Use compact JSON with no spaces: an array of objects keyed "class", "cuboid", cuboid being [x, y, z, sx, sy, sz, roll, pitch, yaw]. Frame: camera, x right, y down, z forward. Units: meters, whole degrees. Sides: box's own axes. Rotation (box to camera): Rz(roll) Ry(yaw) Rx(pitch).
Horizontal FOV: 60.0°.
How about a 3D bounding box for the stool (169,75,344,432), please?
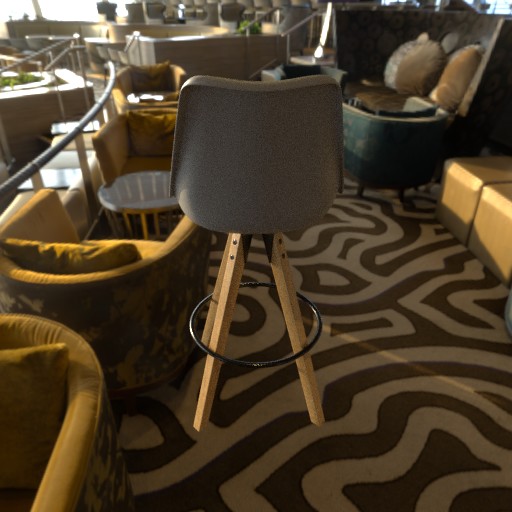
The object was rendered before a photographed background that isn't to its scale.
[{"class":"stool","cuboid":[0.000,0.000,1.367,0.485,1.115,0.550,-2,30,-3]}]
